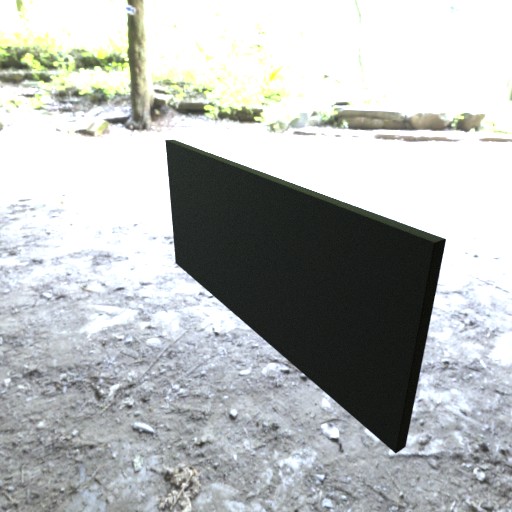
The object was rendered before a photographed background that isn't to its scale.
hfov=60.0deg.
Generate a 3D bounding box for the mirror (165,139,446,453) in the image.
[{"bbox_3d":[0.000,0.000,1.798,0.047,0.692,1.584,-16,29,-30],"label":"mirror"}]
